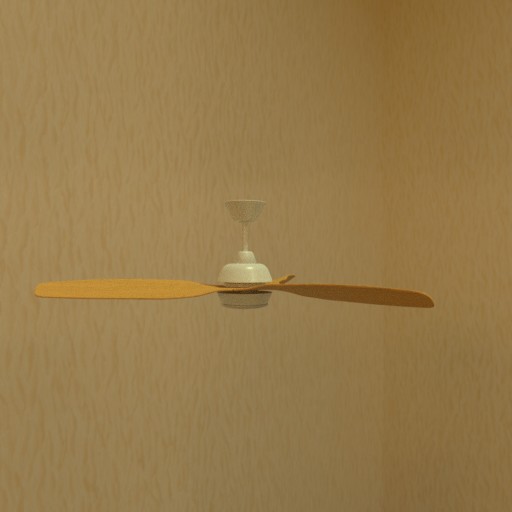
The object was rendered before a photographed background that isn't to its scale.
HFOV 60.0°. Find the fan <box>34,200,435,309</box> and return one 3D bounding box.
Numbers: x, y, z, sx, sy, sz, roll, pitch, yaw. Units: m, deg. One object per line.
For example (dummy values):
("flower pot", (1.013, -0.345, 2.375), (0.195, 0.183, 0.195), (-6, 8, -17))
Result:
("fan", (0.000, 0.000, 1.637), (1.142, 0.355, 1.010), (0, -1, 17))
